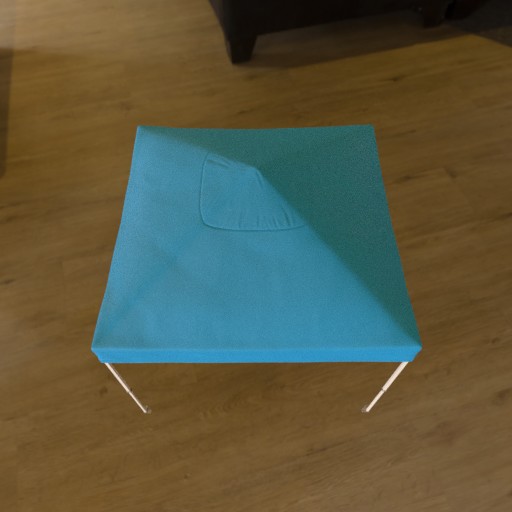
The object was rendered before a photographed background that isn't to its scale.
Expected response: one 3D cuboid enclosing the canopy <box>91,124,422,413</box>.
[{"bbox_3d":[0.000,0.000,5.400,2.998,2.997,2.996,0,57,0],"label":"canopy"}]
